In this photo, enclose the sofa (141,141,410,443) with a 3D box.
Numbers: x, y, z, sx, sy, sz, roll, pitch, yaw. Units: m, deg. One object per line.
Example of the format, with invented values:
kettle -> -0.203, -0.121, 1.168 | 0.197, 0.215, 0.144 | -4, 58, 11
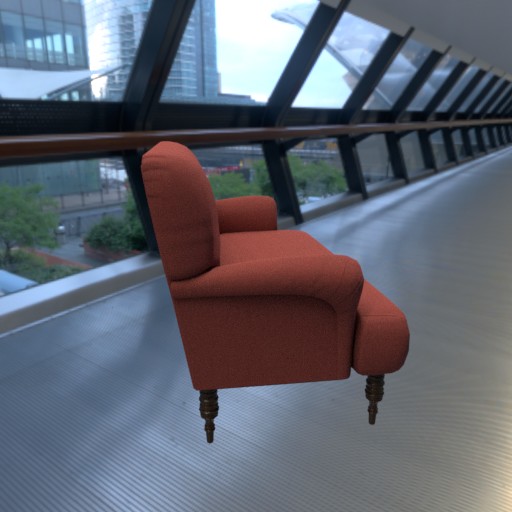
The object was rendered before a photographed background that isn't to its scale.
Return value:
sofa -> 0.000, 0.000, 1.821 | 0.779, 0.889, 1.297 | -3, 16, -9
